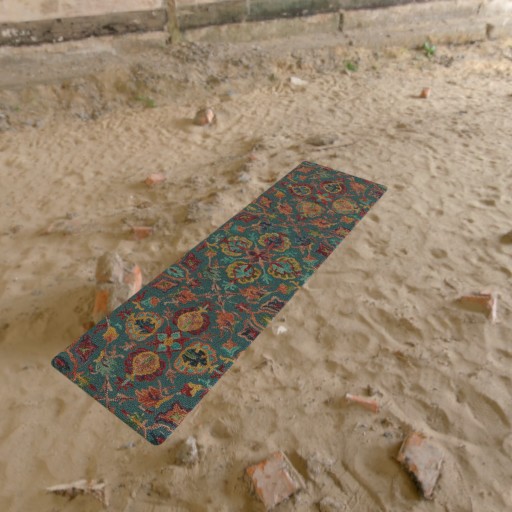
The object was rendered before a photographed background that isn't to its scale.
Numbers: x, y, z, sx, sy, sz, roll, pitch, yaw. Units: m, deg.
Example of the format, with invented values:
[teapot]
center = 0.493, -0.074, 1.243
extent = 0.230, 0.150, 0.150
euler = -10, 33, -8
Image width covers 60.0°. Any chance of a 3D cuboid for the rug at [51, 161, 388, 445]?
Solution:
[rug]
center = 0.000, 0.000, 2.558
extent = 0.686, 0.013, 2.286
euler = 25, 46, 26
